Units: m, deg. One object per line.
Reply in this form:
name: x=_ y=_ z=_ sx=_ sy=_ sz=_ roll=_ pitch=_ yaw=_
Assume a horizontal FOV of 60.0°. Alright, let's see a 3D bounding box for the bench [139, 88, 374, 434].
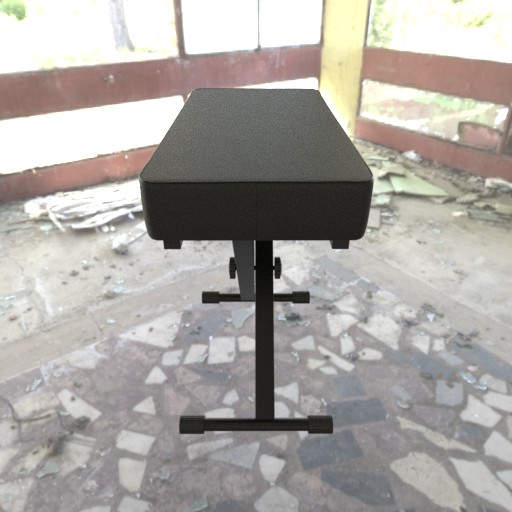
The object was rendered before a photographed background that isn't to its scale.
bench: x=0.000 y=0.000 z=0.927 sx=0.300 sy=0.561 sz=0.600 roll=0 pitch=31 yaw=0
